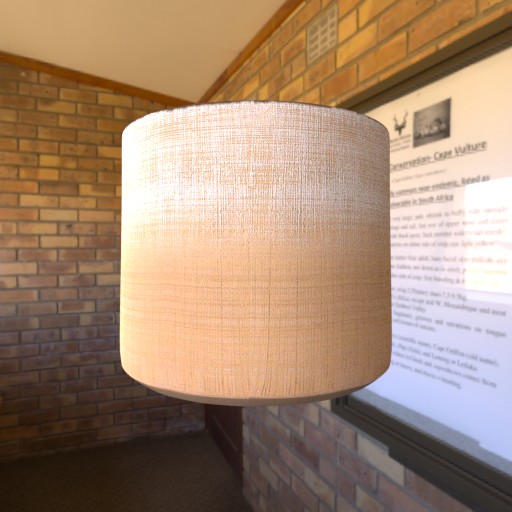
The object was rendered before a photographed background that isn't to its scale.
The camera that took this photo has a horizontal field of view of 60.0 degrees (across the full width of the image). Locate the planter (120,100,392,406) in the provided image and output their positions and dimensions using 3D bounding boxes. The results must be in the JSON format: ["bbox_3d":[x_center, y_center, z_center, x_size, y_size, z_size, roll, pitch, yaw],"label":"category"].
[{"bbox_3d":[0.000,0.000,0.432,0.254,0.221,0.254,0,1,0],"label":"planter"}]
